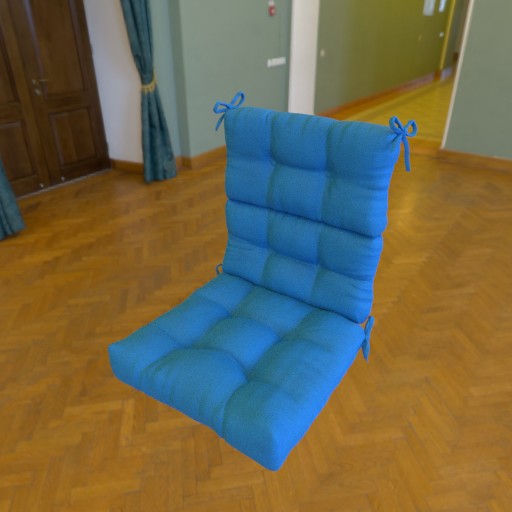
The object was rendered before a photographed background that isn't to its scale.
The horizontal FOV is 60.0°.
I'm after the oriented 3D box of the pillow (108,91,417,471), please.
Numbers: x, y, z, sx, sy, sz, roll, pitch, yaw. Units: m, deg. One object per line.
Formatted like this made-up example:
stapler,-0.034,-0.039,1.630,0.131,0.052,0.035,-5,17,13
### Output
pillow,0.000,0.000,1.014,0.519,0.605,0.571,18,34,29
